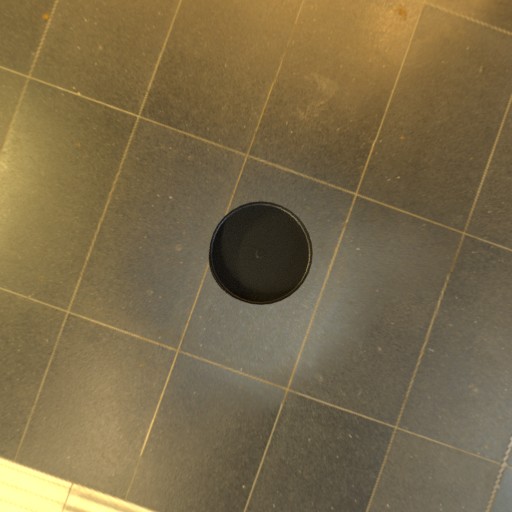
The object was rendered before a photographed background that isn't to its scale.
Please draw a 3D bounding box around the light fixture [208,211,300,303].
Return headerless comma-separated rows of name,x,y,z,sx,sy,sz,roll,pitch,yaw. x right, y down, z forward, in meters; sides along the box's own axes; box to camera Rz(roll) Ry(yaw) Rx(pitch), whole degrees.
light fixture,0.000,0.000,1.164,0.331,0.993,0.331,0,89,-1
